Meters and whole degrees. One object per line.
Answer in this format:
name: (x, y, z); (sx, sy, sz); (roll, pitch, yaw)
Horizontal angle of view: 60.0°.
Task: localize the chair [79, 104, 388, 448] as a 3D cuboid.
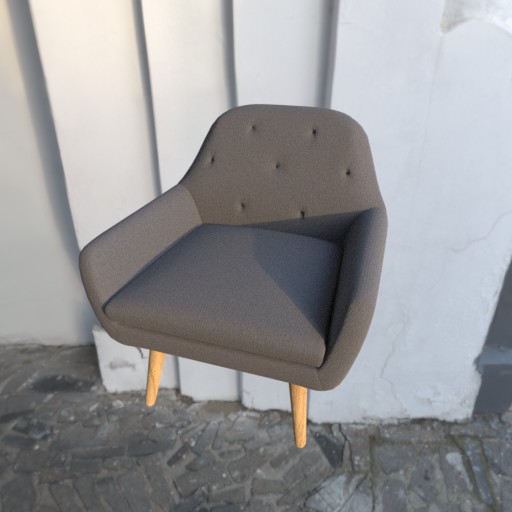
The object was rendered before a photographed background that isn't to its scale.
chair: (0.000, 0.000, 1.398); (0.770, 0.800, 0.779); (9, 30, 16)
